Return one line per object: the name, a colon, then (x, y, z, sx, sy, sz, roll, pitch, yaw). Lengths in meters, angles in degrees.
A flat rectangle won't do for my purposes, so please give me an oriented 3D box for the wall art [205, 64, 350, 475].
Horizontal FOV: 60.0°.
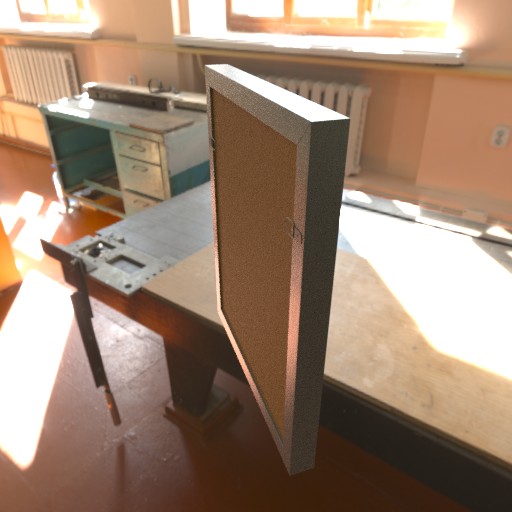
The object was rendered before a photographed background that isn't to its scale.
wall art: (0.000, 0.000, 0.517, 0.030, 0.379, 0.308, -10, 31, -16)
